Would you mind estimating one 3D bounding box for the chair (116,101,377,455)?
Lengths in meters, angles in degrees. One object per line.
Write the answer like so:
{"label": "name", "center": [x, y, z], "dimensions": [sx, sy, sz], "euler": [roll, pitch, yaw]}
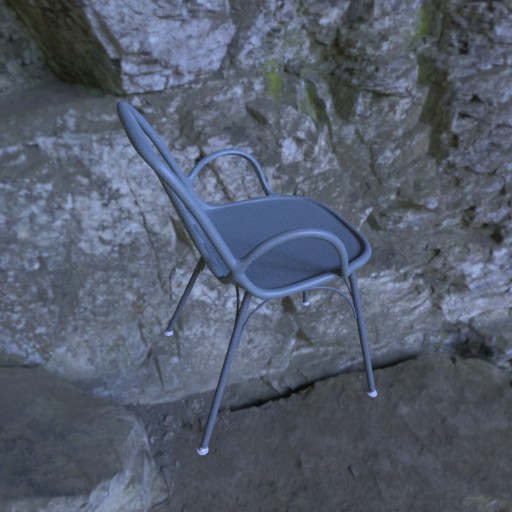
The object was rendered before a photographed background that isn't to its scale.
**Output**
{"label": "chair", "center": [0.000, 0.000, 1.206], "dimensions": [0.597, 0.816, 0.549], "euler": [-11, 34, -17]}
